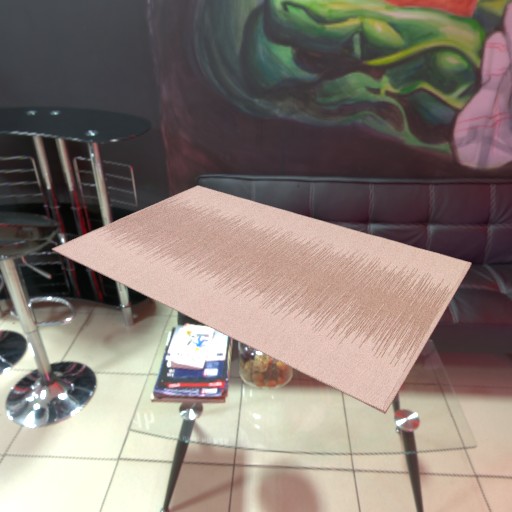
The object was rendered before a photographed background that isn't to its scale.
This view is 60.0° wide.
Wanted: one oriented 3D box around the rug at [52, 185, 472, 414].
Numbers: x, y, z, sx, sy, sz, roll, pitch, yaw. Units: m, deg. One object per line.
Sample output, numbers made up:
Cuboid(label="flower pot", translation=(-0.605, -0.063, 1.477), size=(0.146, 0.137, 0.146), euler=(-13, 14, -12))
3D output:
Cuboid(label="rug", translation=(0.000, 0.000, 3.021), size=(2.440, 0.012, 1.522), euler=(20, 35, 30))
